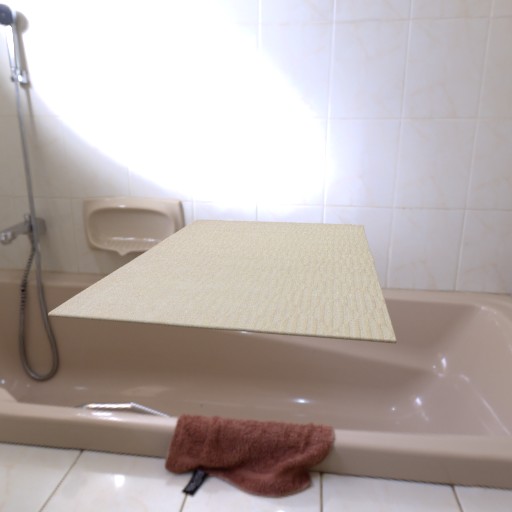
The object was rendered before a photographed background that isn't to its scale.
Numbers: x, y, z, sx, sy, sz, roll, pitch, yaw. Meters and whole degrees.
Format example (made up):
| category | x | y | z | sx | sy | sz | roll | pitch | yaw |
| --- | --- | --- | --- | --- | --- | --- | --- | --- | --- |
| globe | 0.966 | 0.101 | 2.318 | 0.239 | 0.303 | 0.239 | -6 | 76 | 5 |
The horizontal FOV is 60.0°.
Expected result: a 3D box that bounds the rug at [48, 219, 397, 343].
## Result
| category | x | y | z | sx | sy | sz | roll | pitch | yaw |
| --- | --- | --- | --- | --- | --- | --- | --- | --- | --- |
| rug | 0.000 | 0.000 | 2.386 | 1.238 | 0.014 | 1.848 | 3 | 16 | 9 |
